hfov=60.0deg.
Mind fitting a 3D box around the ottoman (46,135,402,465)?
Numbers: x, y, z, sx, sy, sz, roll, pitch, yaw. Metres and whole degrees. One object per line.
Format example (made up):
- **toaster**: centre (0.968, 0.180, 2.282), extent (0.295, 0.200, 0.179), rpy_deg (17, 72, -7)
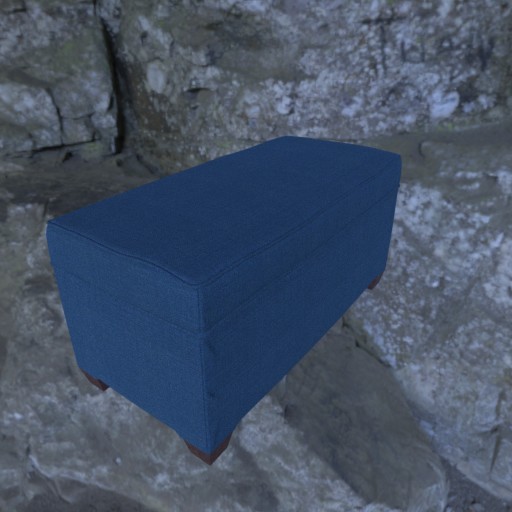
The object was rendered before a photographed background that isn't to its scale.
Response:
- **ottoman**: centre (0.000, 0.000, 1.231), extent (0.474, 0.474, 0.943), rpy_deg (19, 34, 31)
